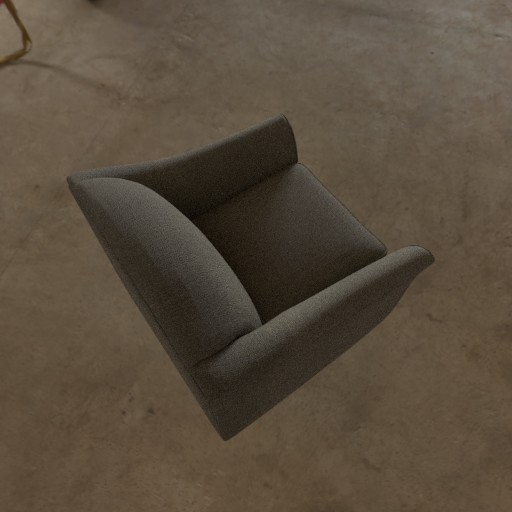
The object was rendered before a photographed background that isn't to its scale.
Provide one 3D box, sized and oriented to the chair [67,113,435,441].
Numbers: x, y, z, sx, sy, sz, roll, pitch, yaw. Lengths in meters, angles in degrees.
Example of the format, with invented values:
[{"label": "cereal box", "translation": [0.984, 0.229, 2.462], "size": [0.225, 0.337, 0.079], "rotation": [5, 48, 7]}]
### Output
[{"label": "chair", "translation": [0.000, 0.000, 1.448], "size": [0.787, 0.839, 0.763], "rotation": [-32, 64, -17]}]
